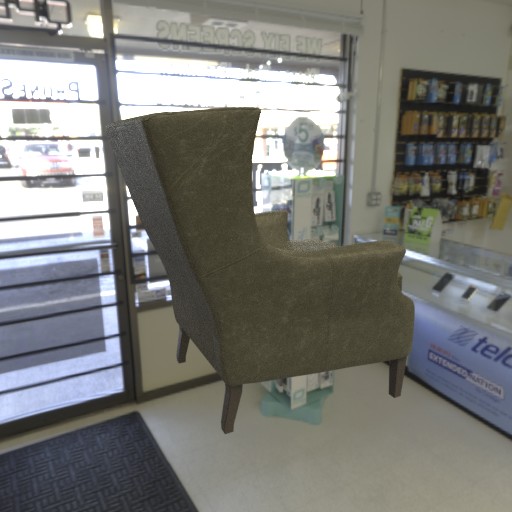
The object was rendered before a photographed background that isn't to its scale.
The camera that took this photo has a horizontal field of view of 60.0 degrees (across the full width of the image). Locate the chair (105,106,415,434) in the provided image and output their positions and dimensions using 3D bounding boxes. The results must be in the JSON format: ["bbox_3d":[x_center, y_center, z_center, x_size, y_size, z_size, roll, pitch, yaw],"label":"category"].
[{"bbox_3d":[0.000,0.000,1.666,0.926,1.016,0.853,-7,16,-25],"label":"chair"}]
